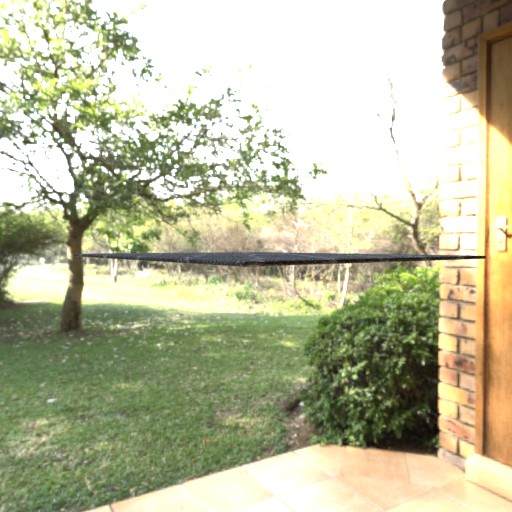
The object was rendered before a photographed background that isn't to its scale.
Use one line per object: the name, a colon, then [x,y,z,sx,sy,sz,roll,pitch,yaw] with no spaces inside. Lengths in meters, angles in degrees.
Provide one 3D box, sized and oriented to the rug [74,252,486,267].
rug: [0.000,0.000,4.094,2.438,0.029,3.047,-1,1,-37]
